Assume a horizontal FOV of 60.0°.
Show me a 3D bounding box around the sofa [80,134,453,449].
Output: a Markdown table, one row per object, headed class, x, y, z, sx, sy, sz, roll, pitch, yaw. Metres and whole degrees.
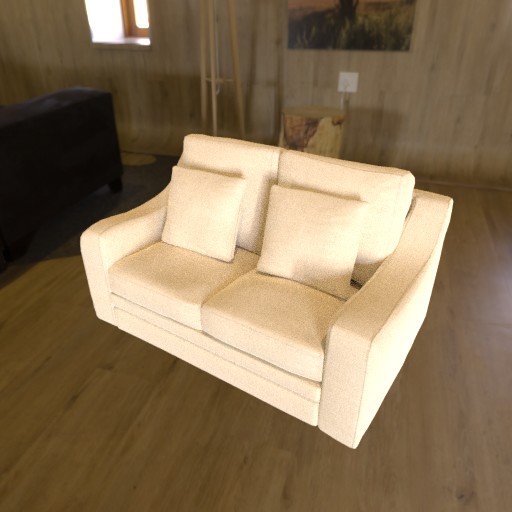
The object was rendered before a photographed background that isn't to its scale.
| class | x | y | z | sx | sy | sz | roll | pitch | yaw |
| --- | --- | --- | --- | --- | --- | --- | --- | --- | --- |
| sofa | 0.000 | 0.000 | 2.413 | 1.744 | 1.047 | 1.040 | 18 | 35 | 29 |
